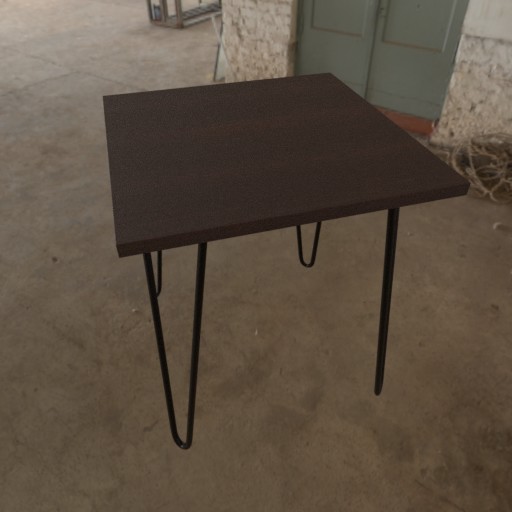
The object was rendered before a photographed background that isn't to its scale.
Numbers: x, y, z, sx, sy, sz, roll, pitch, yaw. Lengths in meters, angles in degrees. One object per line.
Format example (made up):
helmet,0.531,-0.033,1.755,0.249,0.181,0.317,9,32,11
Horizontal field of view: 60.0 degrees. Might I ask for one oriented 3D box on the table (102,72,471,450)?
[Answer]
table,0.000,0.000,0.942,0.495,0.559,0.495,-11,42,-13
